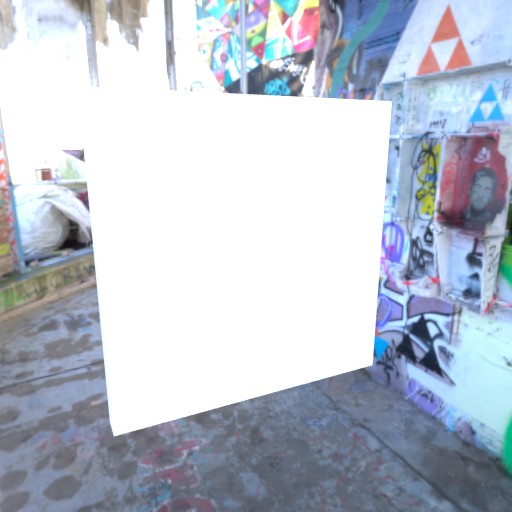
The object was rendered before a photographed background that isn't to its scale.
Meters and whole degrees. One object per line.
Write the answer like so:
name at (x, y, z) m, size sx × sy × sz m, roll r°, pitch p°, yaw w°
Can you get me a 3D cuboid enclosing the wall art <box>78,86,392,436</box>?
wall art at (0.000, 0.000, 0.521) m, size 0.355 × 0.355 × 0.027 m, roll -7°, pitch 16°, yaw -25°
